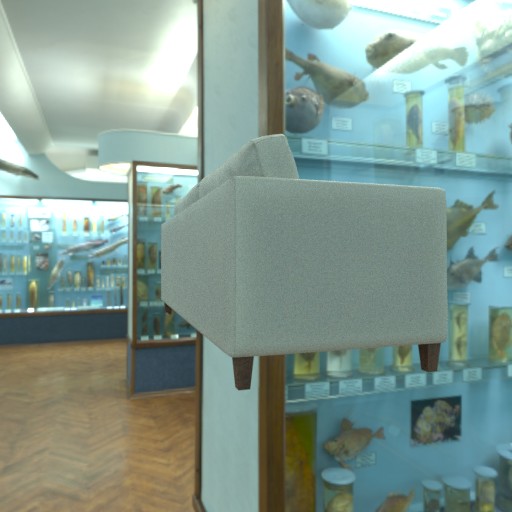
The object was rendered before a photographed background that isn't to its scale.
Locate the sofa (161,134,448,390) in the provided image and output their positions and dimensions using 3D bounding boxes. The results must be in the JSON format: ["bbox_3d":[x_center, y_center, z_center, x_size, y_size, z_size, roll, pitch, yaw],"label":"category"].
[{"bbox_3d":[0.000,0.000,2.785,0.951,0.968,2.361,0,0,-18],"label":"sofa"}]
